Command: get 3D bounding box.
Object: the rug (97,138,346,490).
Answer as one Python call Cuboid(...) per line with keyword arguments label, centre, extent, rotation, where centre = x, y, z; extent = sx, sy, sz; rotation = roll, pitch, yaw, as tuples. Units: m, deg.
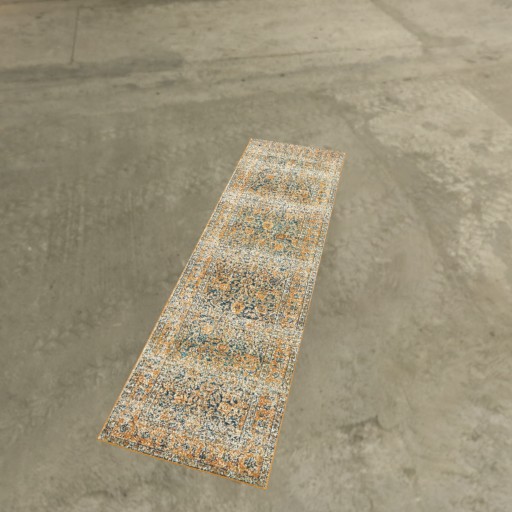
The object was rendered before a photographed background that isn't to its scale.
Cuboid(label="rug", centre=(0.000, 0.000, 2.474), extent=(0.704, 0.014, 2.294), rotation=(11, 48, 10))
